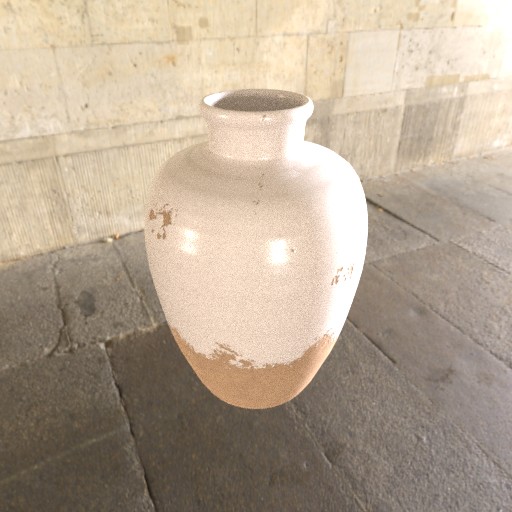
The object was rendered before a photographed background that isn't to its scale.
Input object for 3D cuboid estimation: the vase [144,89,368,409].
[{"bbox_3d":[0.000,0.000,0.335,0.158,0.228,0.158,0,31,0],"label":"vase"}]
